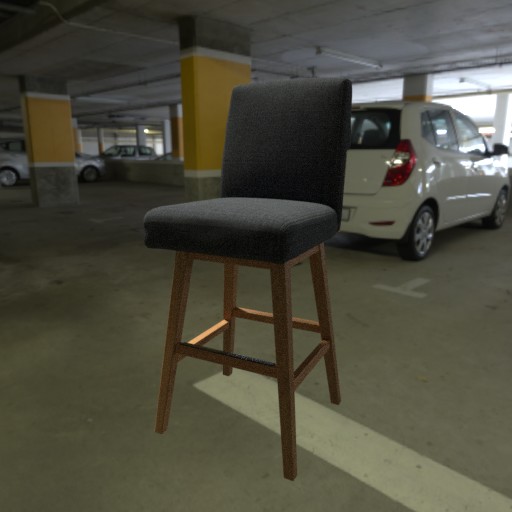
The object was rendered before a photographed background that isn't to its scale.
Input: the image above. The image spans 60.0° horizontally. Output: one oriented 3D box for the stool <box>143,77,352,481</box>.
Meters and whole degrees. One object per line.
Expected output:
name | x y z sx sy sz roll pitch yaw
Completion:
stool | 0.000 0.000 1.401 0.483 1.112 0.570 7 15 26
